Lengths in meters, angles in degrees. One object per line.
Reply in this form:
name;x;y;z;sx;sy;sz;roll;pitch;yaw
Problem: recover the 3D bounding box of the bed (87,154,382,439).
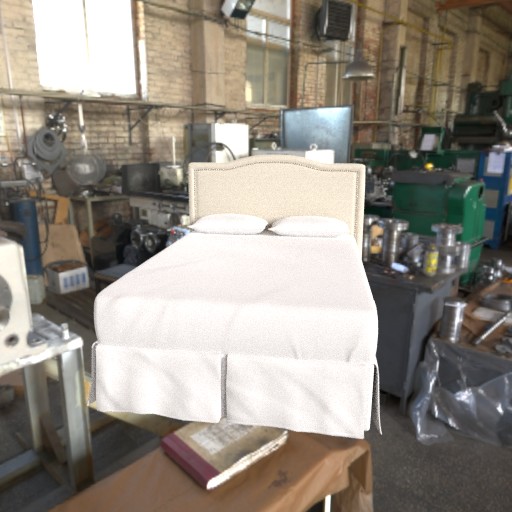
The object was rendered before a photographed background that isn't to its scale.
bed;0.000;0.000;3.349;1.741;1.449;2.196;2;14;8
